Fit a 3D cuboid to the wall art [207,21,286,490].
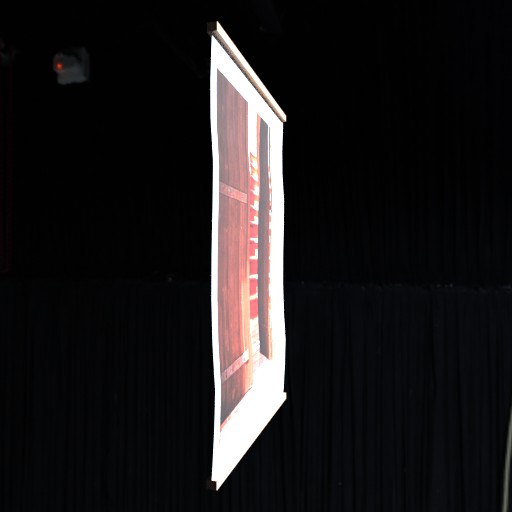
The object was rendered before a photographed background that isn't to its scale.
[{"bbox_3d":[0.000,0.000,0.641,0.012,0.508,0.332,0,-1,17],"label":"wall art"}]
